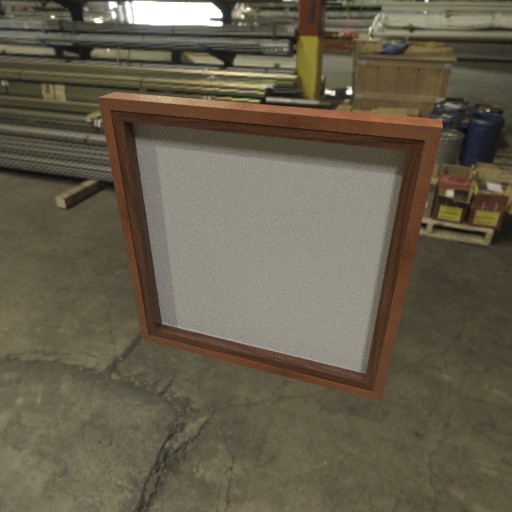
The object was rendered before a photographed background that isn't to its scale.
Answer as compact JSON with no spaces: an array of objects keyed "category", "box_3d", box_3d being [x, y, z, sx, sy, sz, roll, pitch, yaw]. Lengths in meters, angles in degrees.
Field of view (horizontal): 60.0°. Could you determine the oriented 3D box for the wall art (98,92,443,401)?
[{"category":"wall art","box_3d":[0.000,0.000,0.615,0.403,0.403,0.035,10,34,16]}]
